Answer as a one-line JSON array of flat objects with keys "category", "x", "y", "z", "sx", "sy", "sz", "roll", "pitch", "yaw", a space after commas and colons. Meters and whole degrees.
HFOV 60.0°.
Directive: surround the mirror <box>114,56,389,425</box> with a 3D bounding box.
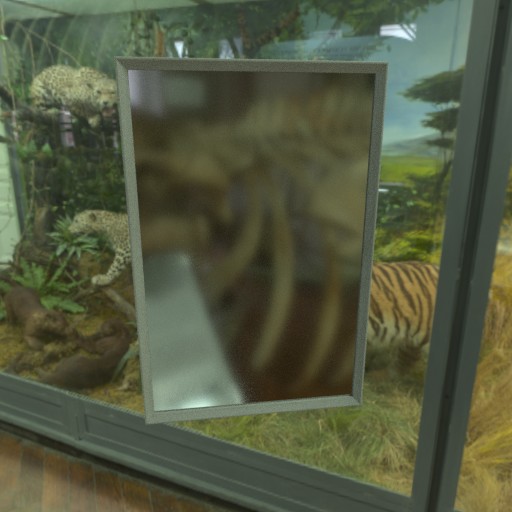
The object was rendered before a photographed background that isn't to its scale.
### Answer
[{"category": "mirror", "x": 0.000, "y": 0.000, "z": 1.125, "sx": 0.609, "sy": 0.915, "sz": 0.041, "roll": -2, "pitch": 17, "yaw": -8}]
